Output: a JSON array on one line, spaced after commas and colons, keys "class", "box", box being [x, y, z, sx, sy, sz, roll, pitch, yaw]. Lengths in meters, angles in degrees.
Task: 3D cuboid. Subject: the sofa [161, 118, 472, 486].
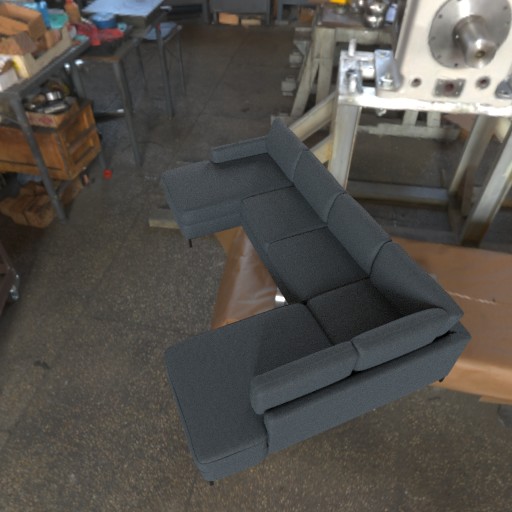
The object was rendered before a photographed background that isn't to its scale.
[{"class": "sofa", "box": [0.000, 0.000, 3.779, 1.984, 0.858, 2.975, -17, 48, -16]}]
